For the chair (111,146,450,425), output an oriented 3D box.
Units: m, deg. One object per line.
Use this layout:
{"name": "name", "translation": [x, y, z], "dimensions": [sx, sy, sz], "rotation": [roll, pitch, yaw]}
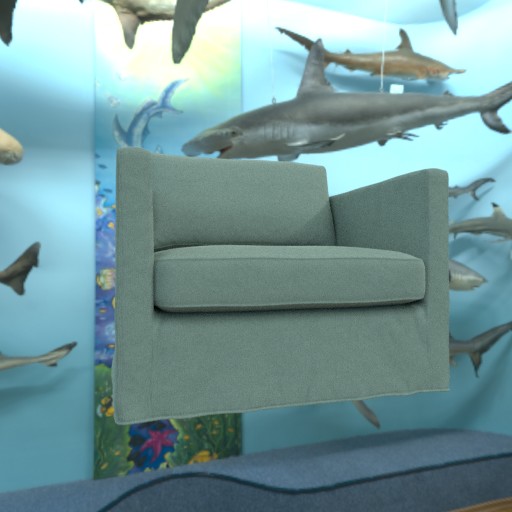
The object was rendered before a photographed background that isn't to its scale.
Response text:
{"name": "chair", "translation": [0.000, 0.000, 1.702], "dimensions": [1.057, 0.863, 0.949], "rotation": [0, 0, -17]}
